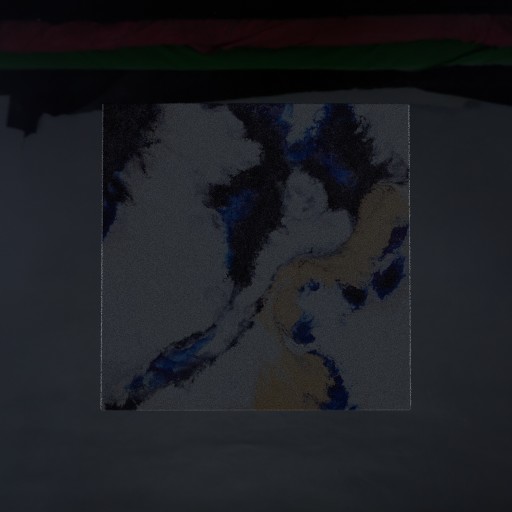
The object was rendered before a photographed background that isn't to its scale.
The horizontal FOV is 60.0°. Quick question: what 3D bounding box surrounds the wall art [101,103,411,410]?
[{"bbox_3d":[0.000,0.000,1.293,0.887,0.885,0.038,0,-1,0],"label":"wall art"}]
